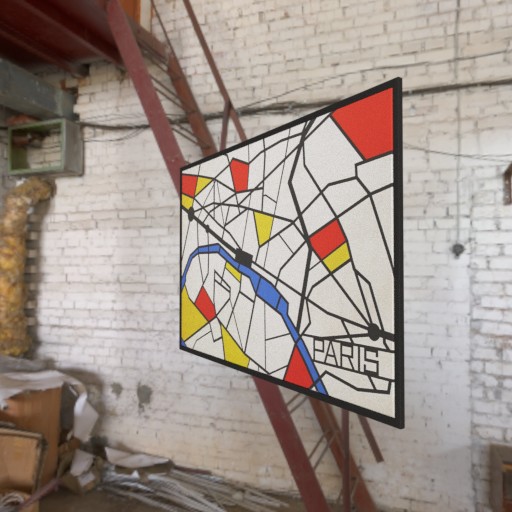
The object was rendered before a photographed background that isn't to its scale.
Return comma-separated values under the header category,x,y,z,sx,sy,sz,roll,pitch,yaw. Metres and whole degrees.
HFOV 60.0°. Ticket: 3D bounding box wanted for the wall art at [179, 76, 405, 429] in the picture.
category,x,y,z,sx,sy,sz,roll,pitch,yaw
wall art,0.000,0.000,1.233,0.013,0.665,0.963,1,-1,-35
